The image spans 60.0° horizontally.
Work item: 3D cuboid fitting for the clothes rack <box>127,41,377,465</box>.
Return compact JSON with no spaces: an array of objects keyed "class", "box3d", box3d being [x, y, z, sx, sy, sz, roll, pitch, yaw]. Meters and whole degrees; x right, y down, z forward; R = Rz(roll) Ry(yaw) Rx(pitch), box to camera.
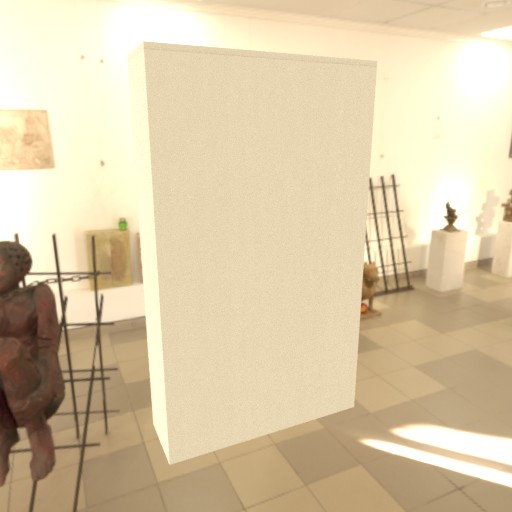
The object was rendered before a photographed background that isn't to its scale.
[{"class":"clothes rack","box3d":[0.000,0.000,1.555,0.750,1.280,0.250,-7,17,-24]}]
